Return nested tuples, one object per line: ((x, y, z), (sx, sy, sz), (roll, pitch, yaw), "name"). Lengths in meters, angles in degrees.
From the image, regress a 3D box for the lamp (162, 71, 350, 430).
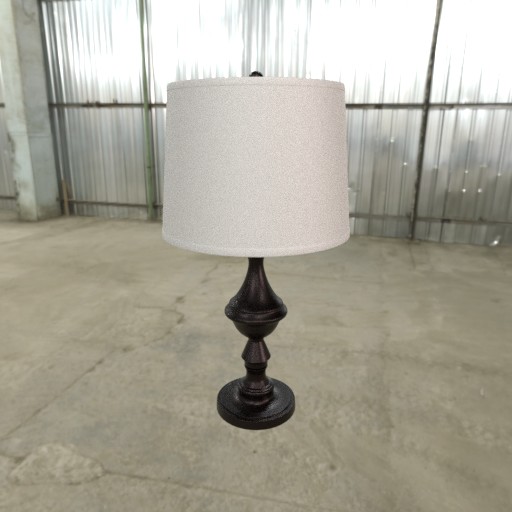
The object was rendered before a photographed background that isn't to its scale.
((0.000, 0.000, 0.937), (0.383, 0.726, 0.383), (0, 16, 0), "lamp")
